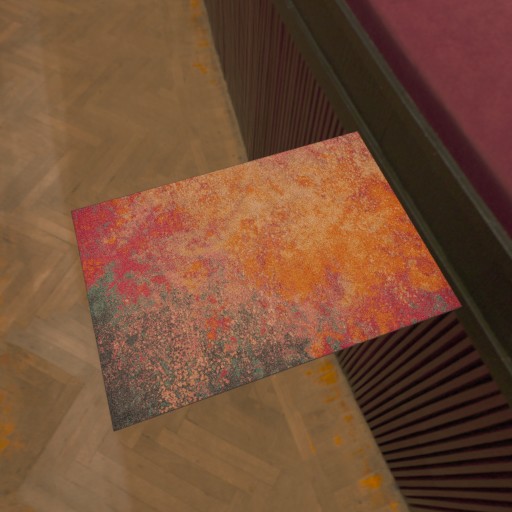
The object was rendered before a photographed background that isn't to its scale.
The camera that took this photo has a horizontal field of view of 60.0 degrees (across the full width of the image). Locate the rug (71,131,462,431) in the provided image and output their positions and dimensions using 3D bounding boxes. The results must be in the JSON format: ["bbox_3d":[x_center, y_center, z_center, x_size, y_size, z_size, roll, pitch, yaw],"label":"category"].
[{"bbox_3d":[0.000,0.000,3.851,2.896,0.013,2.007,-17,64,-9],"label":"rug"}]
